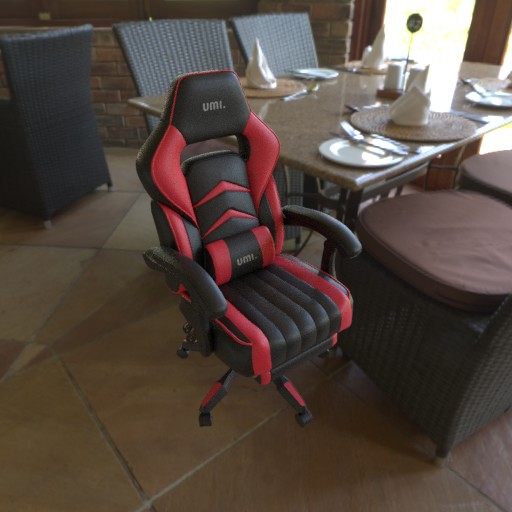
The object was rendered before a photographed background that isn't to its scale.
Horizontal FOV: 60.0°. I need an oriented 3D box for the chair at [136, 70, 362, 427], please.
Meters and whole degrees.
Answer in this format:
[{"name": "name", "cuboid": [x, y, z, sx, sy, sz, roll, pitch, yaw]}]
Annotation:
[{"name": "chair", "cuboid": [0.000, 0.000, 1.654, 0.700, 1.220, 0.700, -21, 37, -30]}]
